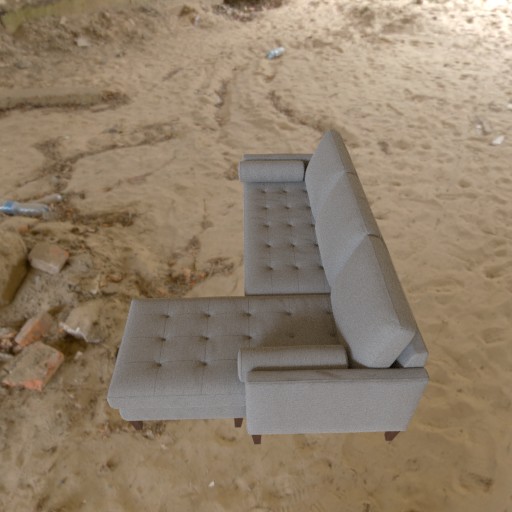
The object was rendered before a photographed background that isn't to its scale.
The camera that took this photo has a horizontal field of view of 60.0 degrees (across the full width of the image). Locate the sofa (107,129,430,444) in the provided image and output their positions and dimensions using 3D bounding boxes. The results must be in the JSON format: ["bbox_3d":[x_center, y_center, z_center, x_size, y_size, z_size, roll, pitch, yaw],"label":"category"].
[{"bbox_3d":[0.000,0.000,2.896,1.506,0.875,2.178,-1,40,-1],"label":"sofa"}]
